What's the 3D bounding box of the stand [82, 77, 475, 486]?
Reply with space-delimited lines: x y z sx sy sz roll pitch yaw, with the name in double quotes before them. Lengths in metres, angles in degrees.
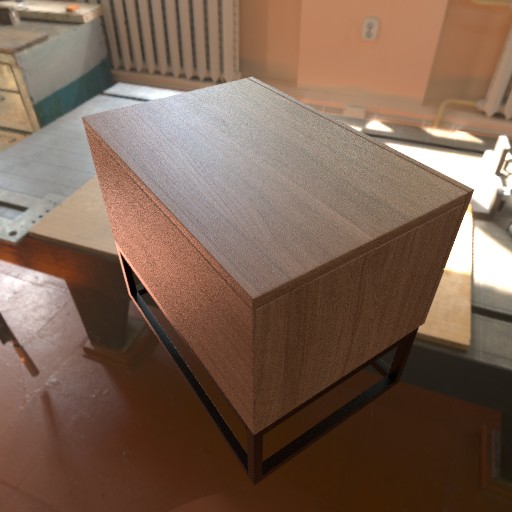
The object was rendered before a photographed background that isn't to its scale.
"stand" 0.000 0.000 0.936 0.420 0.500 0.600 -24 46 -25
